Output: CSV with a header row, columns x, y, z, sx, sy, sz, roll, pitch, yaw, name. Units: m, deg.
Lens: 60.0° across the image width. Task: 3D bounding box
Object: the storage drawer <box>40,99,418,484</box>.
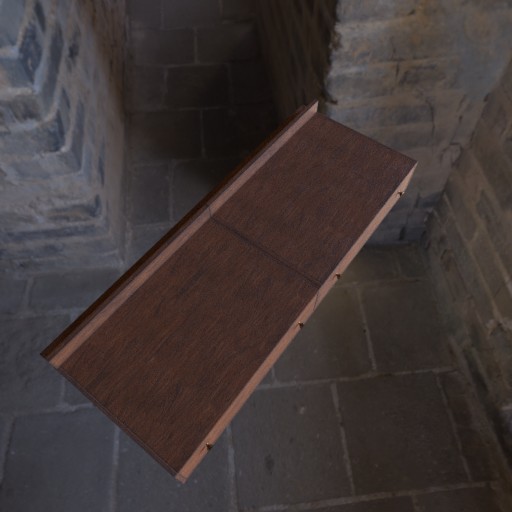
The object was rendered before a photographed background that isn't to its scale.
x,y,z,sx,sy,sz,roll,pitch,yaw,name
0.000,0.000,2.168,0.774,0.339,1.914,33,64,19,storage drawer
